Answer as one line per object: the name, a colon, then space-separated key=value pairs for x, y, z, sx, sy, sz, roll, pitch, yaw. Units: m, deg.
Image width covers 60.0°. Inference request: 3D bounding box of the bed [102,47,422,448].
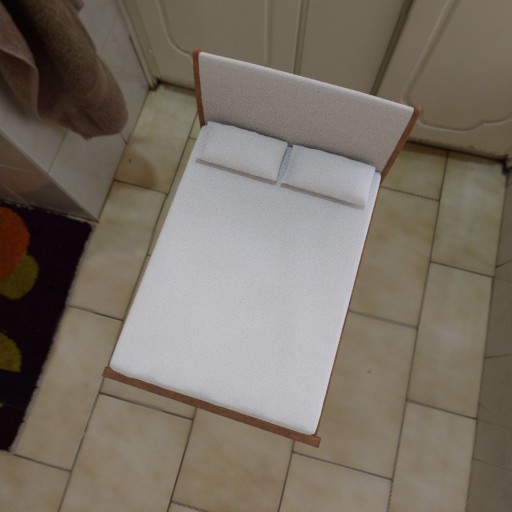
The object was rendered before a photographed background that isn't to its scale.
bed: x=0.000 y=0.000 z=2.998 sx=1.502 sy=1.135 sz=2.108 roll=17 pitch=75 yaw=5
